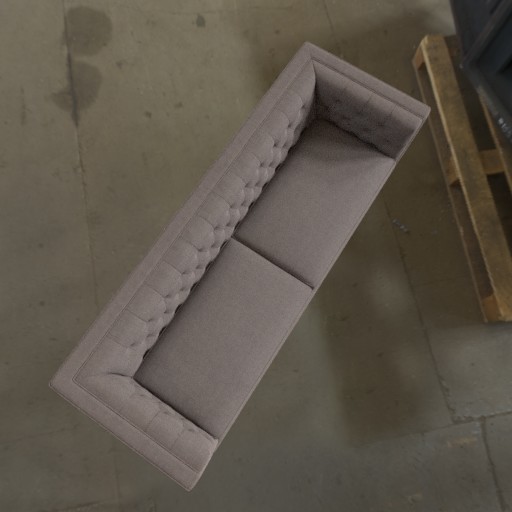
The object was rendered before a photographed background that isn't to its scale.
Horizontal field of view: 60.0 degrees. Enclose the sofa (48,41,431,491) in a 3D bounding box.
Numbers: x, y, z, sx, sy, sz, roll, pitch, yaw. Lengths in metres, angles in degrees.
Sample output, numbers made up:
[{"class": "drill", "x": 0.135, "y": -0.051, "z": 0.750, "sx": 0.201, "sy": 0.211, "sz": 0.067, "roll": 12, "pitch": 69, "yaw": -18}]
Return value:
[{"class": "sofa", "x": 0.000, "y": 0.000, "z": 2.473, "sx": 0.775, "sy": 0.762, "sz": 2.159, "roll": 32, "pitch": 77, "yaw": 8}]
